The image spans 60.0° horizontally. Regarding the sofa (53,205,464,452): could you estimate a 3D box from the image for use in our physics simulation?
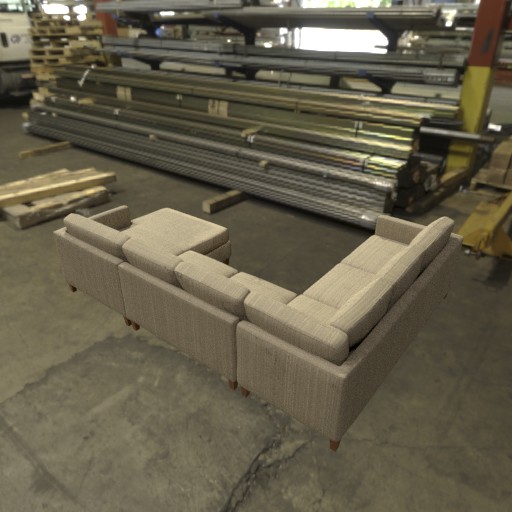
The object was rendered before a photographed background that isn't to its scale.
[{"bbox_3d":[0.000,0.000,4.709,3.460,0.961,2.594,21,35,33],"label":"sofa"}]
